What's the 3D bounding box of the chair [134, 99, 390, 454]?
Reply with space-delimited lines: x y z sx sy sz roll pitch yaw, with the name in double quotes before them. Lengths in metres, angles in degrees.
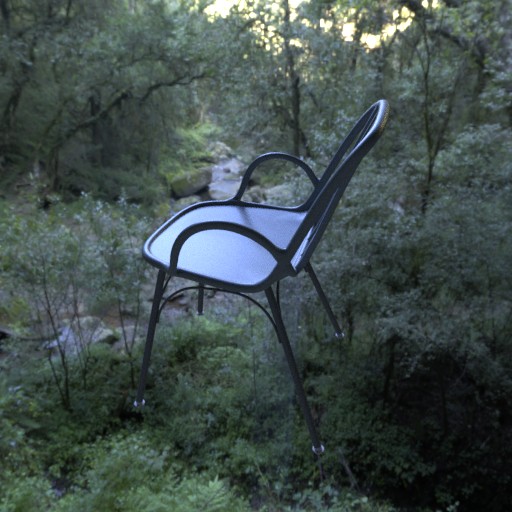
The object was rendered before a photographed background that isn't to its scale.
"chair" 0.000 0.000 1.211 0.597 0.816 0.549 8 29 14
